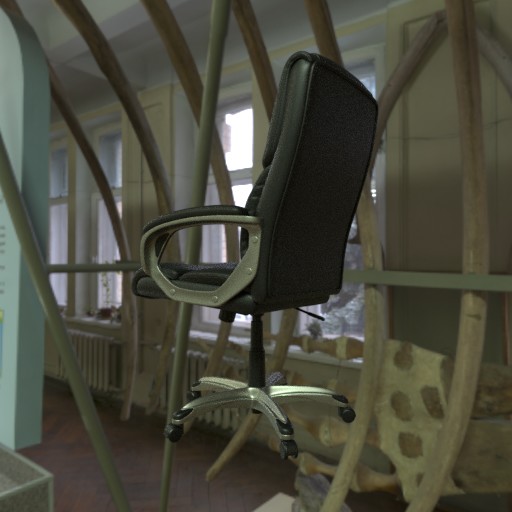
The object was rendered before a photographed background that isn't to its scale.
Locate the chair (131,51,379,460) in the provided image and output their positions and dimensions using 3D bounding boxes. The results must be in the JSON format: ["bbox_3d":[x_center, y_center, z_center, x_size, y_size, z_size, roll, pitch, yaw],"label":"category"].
[{"bbox_3d":[0.000,0.000,1.569,0.739,1.155,0.663,-1,-1,38],"label":"chair"}]
